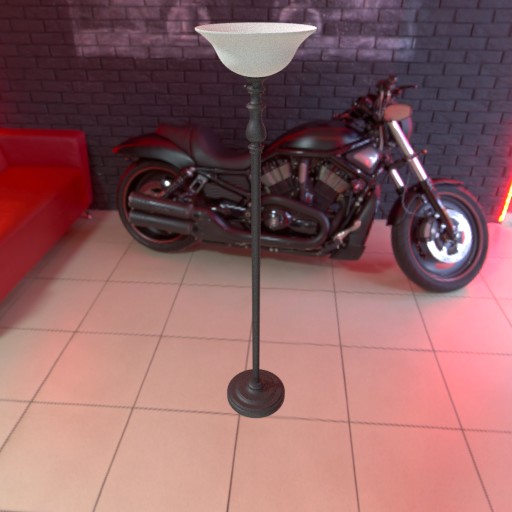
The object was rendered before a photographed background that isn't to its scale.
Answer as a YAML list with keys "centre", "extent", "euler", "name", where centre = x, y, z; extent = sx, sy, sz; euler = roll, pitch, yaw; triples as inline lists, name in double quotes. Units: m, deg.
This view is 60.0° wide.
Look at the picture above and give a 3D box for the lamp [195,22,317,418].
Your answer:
- centre: [0.000, 0.000, 1.953]
  extent: [0.405, 1.797, 0.405]
  euler: [22, 38, 31]
  name: "lamp"
